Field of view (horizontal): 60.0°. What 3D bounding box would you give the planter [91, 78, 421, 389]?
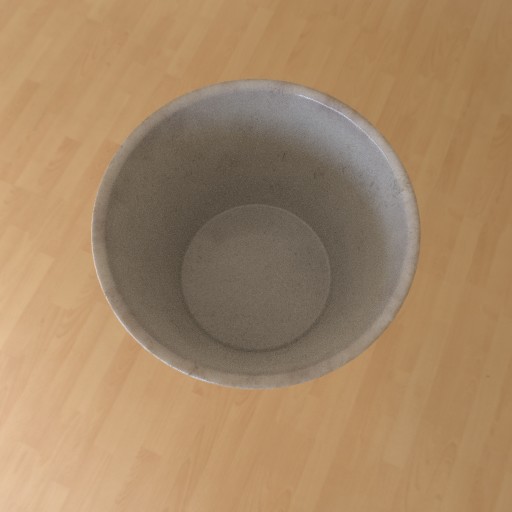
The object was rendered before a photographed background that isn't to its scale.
[{"bbox_3d":[0.000,0.000,0.339,0.193,0.165,0.193,0,74,0],"label":"planter"}]
